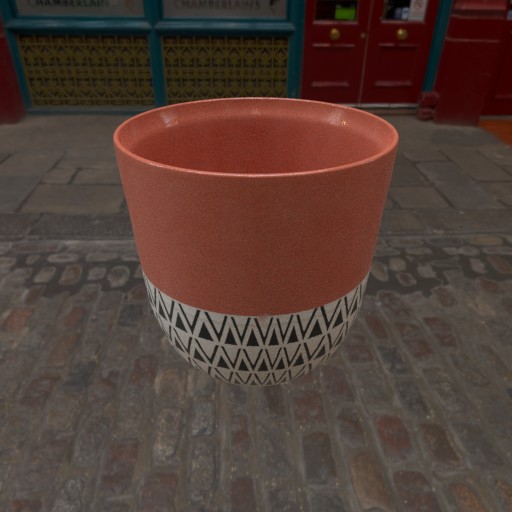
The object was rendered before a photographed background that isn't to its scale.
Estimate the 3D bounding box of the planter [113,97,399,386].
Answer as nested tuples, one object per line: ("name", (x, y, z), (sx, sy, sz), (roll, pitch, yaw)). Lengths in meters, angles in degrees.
("planter", (0.000, 0.000, 0.368), (0.195, 0.214, 0.195), (0, 31, 0))
